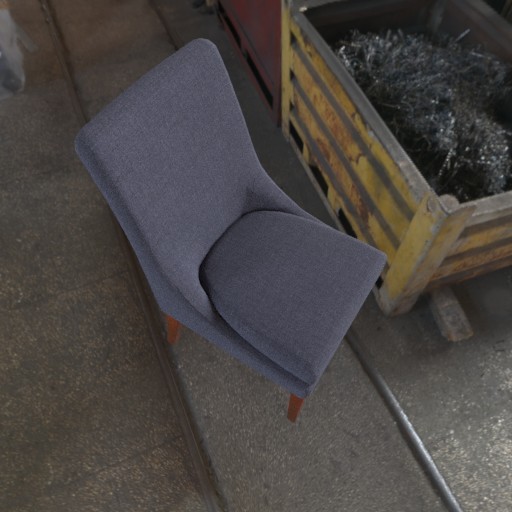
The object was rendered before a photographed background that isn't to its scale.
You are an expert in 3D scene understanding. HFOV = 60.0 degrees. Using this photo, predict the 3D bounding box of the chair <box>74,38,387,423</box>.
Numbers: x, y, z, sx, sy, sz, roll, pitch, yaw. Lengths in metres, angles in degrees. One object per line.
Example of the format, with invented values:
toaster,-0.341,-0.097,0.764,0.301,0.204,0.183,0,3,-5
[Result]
chair,0.000,0.000,1.310,0.655,0.952,0.508,29,62,17
